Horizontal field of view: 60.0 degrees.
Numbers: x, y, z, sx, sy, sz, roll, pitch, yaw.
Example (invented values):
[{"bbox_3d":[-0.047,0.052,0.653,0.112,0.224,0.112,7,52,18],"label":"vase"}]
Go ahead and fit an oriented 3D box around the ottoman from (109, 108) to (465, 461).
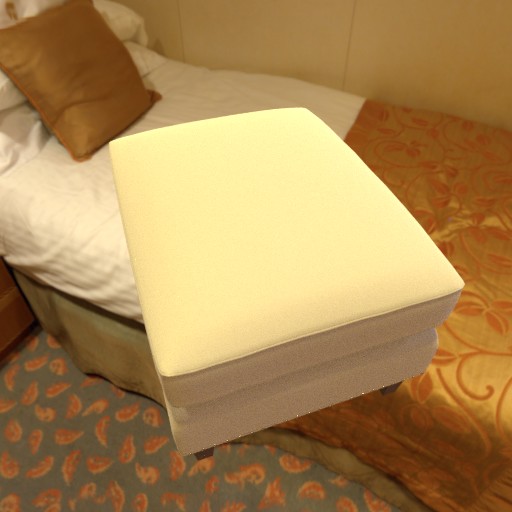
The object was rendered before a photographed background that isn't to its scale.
[{"bbox_3d":[0.000,0.000,1.107,0.584,0.513,0.741,-14,47,-13],"label":"ottoman"}]
